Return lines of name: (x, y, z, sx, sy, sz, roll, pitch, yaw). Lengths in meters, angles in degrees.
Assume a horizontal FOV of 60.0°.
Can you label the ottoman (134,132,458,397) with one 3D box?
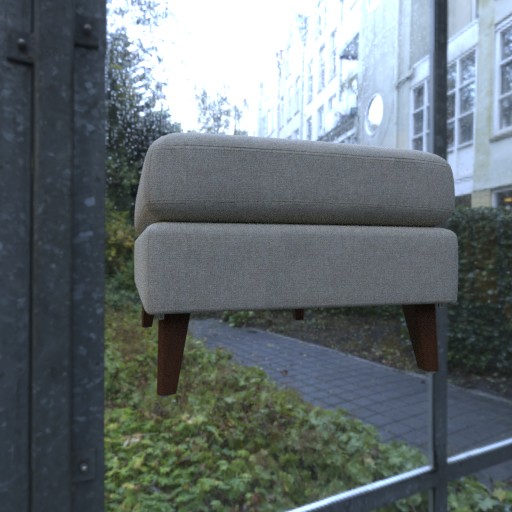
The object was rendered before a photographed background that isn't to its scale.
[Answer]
ottoman: (0.000, 0.000, 1.180, 0.610, 0.478, 0.823, 0, 0, -16)
